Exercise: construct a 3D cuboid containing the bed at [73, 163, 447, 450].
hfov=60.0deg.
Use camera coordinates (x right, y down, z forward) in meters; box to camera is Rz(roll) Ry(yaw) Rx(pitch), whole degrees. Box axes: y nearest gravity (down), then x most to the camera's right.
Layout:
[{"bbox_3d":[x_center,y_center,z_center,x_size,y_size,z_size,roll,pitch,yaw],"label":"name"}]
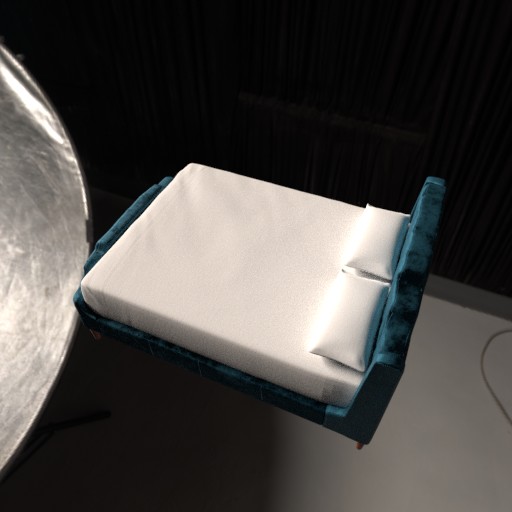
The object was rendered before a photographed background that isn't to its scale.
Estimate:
[{"bbox_3d":[0.000,0.000,3.351,2.322,1.338,1.678,18,49,16],"label":"bed"}]
